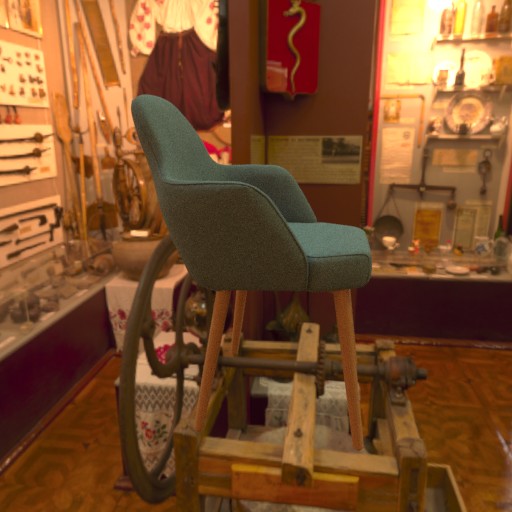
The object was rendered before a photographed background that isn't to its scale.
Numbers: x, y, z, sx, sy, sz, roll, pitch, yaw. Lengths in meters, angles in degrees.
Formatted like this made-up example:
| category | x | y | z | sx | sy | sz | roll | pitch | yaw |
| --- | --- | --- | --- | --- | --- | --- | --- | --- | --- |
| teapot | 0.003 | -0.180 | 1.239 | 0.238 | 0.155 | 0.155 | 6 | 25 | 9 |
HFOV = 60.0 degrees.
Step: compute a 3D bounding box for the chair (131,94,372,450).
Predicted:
| category | x | y | z | sx | sy | sz | roll | pitch | yaw |
| --- | --- | --- | --- | --- | --- | --- | --- | --- | --- |
| chair | 0.000 | 0.000 | 1.333 | 0.666 | 0.920 | 0.589 | 3 | 16 | 10 |
